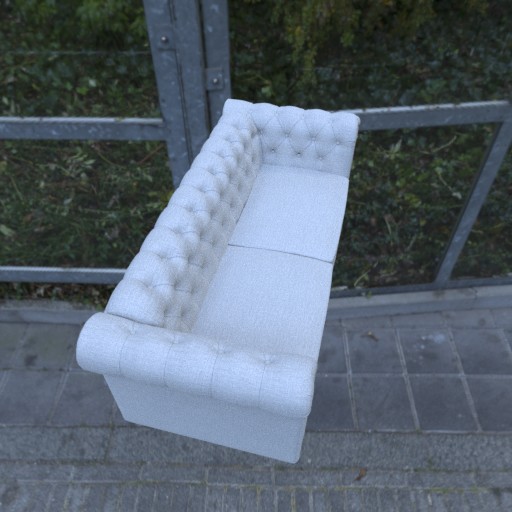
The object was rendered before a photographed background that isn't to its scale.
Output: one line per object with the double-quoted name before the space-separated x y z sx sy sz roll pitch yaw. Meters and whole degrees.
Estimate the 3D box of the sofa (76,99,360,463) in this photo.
"sofa" 0.000 0.000 2.206 0.783 0.797 1.798 10 46 10
